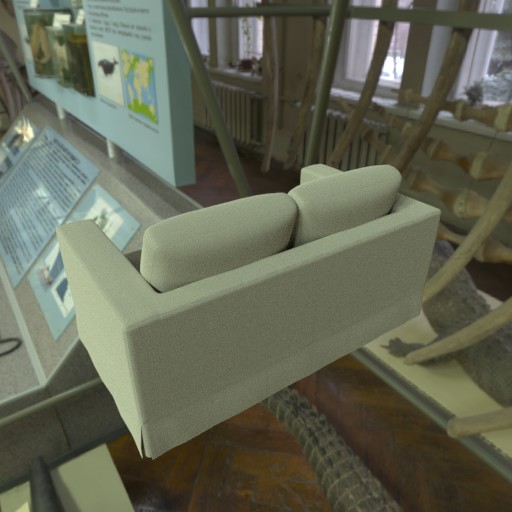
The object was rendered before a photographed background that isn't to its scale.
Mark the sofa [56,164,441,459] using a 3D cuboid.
[{"bbox_3d":[0.000,0.000,2.420,1.813,0.932,1.009,-19,35,-30],"label":"sofa"}]
